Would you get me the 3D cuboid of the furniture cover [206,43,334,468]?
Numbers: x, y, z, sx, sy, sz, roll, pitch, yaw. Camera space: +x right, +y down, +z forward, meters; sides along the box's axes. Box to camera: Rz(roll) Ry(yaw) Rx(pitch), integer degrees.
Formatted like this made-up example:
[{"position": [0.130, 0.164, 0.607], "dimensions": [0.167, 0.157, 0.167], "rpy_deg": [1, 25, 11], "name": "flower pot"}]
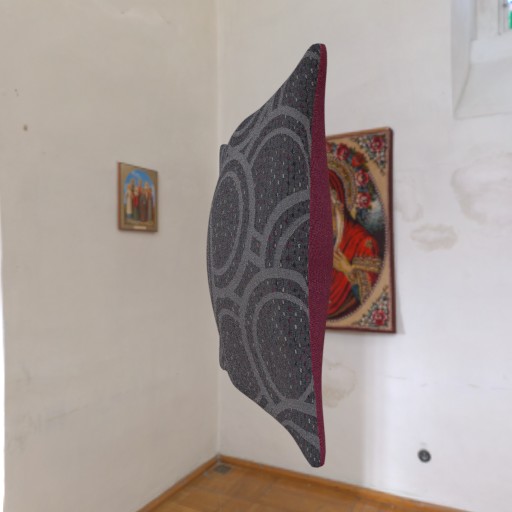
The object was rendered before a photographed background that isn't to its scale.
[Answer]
[{"position": [0.000, 0.000, 0.774], "dimensions": [0.163, 0.513, 0.514], "rpy_deg": [0, 0, -17], "name": "furniture cover"}]
